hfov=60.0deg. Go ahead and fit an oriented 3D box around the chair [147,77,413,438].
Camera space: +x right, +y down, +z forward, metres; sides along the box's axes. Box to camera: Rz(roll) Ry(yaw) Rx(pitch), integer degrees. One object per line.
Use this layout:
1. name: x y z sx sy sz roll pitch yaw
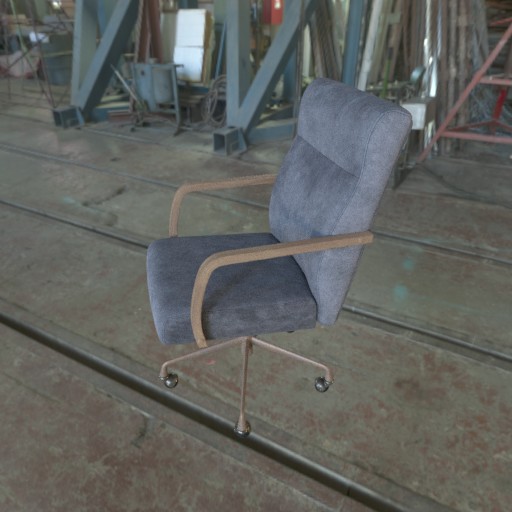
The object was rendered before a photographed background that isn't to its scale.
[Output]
1. chair: 0.000 0.000 1.480 0.741 1.029 0.640 -8 32 -14
